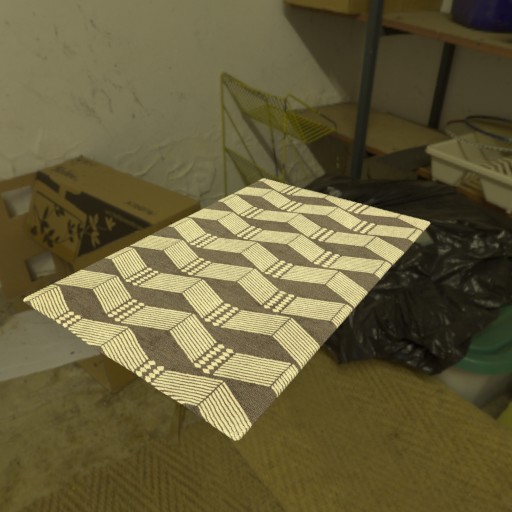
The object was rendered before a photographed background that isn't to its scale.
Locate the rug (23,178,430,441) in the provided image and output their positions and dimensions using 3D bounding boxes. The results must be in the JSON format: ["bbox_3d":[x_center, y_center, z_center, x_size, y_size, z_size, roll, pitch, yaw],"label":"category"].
[{"bbox_3d":[0.000,0.000,2.278,1.210,0.016,1.833,21,36,31],"label":"rug"}]
